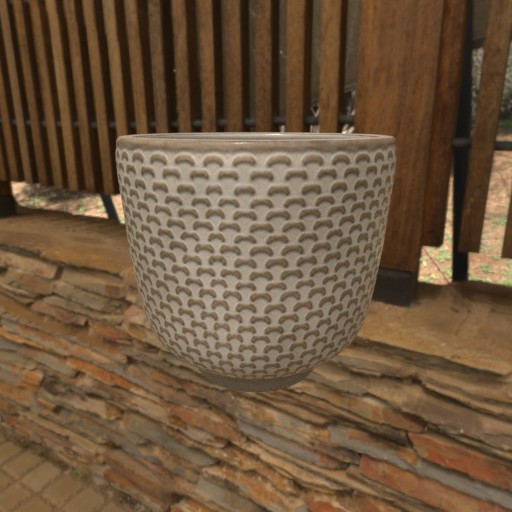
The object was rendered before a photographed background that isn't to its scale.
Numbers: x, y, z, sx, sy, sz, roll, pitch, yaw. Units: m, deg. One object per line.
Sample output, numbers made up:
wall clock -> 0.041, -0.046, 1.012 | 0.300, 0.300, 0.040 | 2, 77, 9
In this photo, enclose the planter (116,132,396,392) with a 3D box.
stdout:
planter -> 0.000, 0.000, 0.304 | 0.173, 0.160, 0.173 | 0, 17, 0
